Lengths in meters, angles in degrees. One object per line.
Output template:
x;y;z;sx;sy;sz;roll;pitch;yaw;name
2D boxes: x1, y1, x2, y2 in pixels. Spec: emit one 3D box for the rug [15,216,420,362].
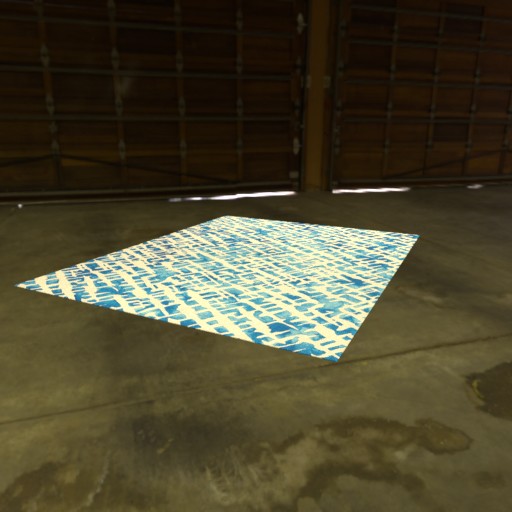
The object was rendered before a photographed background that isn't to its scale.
0.000;0.000;3.997;2.435;0.007;3.007;8;18;26;rug
